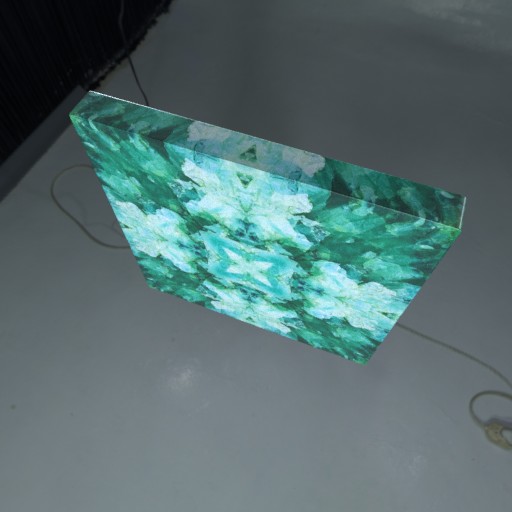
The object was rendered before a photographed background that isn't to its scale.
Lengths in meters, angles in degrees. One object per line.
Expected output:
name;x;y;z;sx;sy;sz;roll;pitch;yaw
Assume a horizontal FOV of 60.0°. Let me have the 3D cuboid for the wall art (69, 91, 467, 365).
wall art;0.000;0.000;0.471;0.313;0.313;0.033;18;61;11
